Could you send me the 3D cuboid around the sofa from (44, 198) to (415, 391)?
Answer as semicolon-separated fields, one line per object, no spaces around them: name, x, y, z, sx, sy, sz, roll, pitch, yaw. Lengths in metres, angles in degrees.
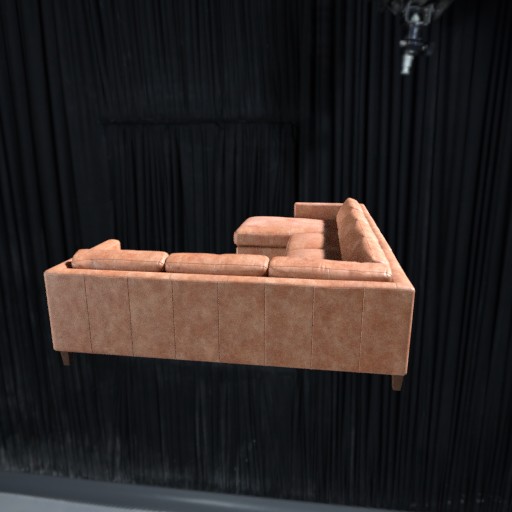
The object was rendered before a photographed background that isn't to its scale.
sofa;0.000;0.000;4.523;2.430;0.832;3.401;2;15;8
